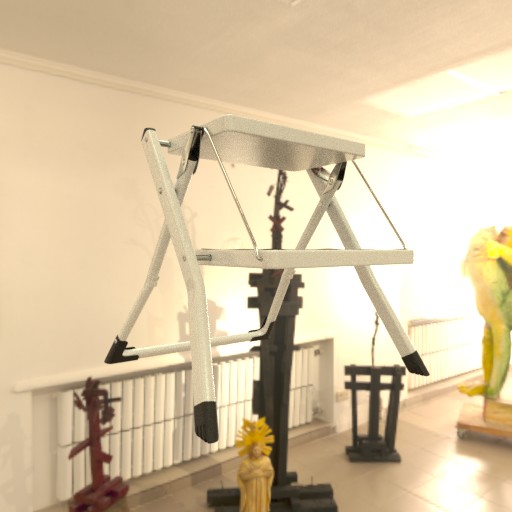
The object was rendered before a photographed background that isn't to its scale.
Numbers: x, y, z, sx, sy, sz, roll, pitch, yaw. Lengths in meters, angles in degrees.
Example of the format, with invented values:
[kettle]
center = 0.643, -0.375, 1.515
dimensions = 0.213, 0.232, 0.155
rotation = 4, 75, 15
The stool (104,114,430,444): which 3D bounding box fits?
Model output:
[stool]
center = 0.000, 0.000, 0.854
dimensions = 0.485, 0.445, 0.490
rotation = -1, 1, -37
